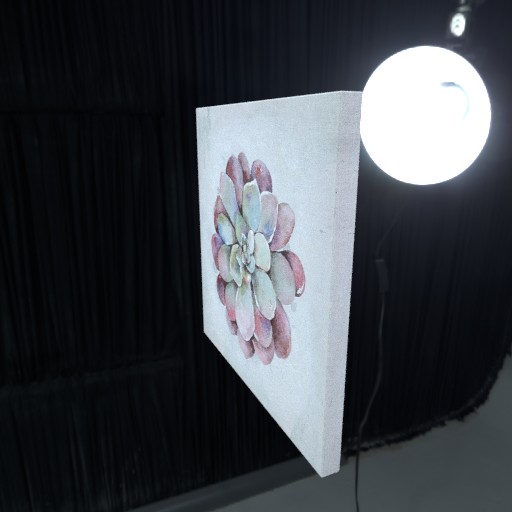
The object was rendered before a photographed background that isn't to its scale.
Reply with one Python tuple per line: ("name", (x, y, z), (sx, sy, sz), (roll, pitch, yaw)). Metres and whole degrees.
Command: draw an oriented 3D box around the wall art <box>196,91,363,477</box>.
("wall art", (0.000, 0.000, 0.925), (0.044, 0.605, 0.605), (-7, 18, -24))
